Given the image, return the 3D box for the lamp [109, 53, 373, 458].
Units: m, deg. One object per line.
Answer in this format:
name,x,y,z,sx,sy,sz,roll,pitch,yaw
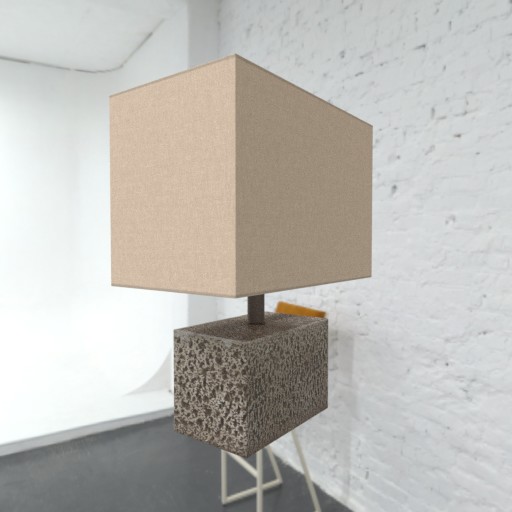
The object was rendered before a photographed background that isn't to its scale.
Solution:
lamp,0.000,0.000,0.552,0.180,0.411,0.294,1,2,37
